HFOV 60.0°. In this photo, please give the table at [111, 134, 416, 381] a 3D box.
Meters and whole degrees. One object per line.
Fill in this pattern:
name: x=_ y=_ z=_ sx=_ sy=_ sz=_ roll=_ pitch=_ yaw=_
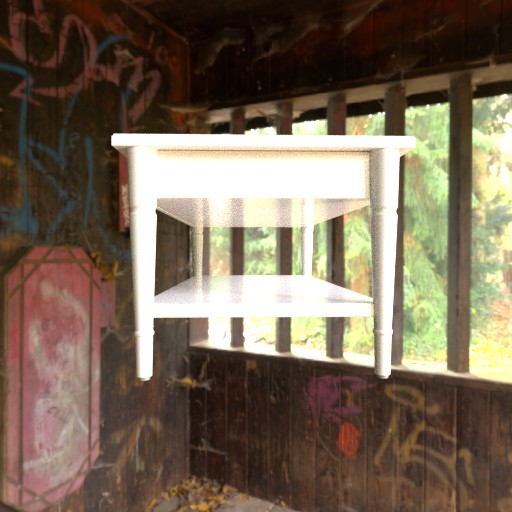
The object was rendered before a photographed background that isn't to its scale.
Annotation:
table: x=0.000 y=0.000 z=1.349 sx=0.559 sy=0.457 sz=1.067 roll=0 pitch=1 yaw=-2
